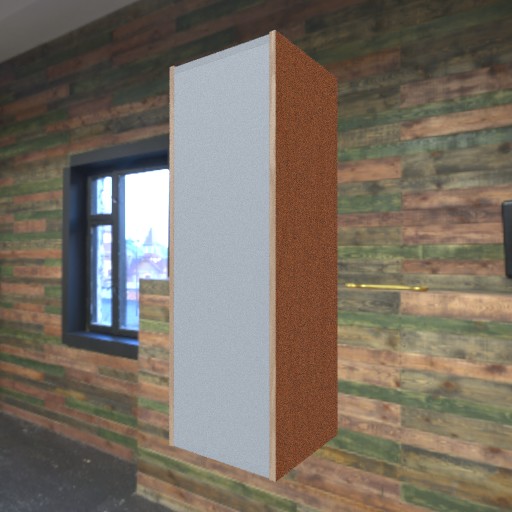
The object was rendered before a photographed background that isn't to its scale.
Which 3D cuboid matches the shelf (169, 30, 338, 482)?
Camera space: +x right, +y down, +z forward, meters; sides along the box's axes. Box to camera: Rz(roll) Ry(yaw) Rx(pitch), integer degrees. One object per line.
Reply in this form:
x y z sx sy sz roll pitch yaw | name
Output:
0.000 0.000 1.087 0.300 0.900 0.290 0 0 35 | shelf
